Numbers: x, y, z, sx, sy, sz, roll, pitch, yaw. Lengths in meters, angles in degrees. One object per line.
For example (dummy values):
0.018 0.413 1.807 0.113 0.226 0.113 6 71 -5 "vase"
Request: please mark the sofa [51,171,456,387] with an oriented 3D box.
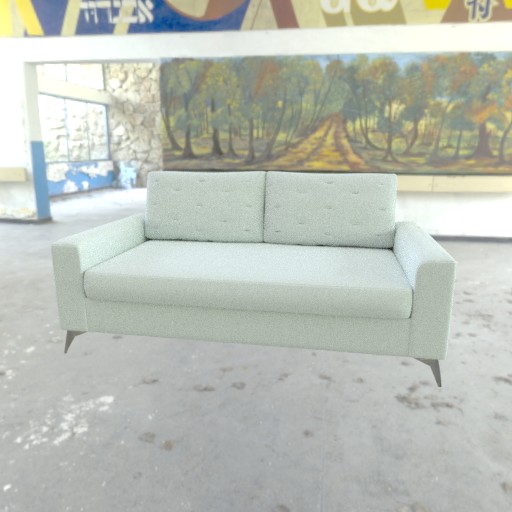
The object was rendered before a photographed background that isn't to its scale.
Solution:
0.000 0.000 2.178 1.650 0.790 0.920 3 14 10 "sofa"
